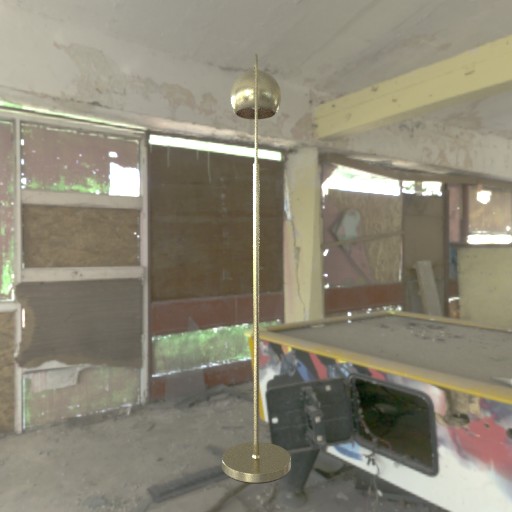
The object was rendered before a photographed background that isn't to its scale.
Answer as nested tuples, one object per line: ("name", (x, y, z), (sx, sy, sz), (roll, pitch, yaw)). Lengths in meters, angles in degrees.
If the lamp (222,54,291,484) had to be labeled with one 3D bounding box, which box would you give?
("lamp", (0.000, 0.000, 1.692), (0.250, 1.526, 0.431), (0, 1, -1))
